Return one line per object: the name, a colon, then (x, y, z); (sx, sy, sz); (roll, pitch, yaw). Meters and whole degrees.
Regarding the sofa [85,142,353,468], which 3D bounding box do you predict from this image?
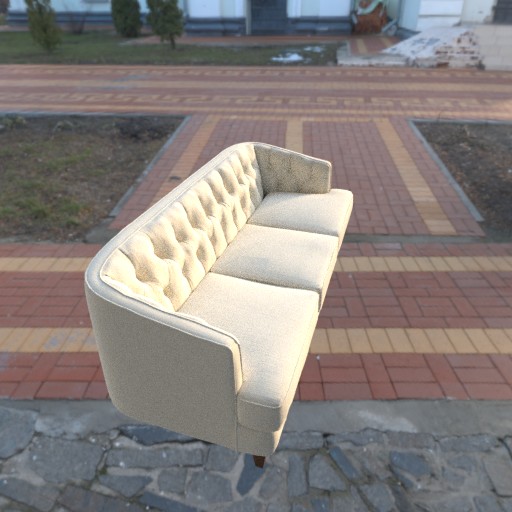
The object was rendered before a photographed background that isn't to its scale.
sofa: (0.000, 0.000, 2.719); (0.941, 0.855, 2.278); (9, 31, 15)
